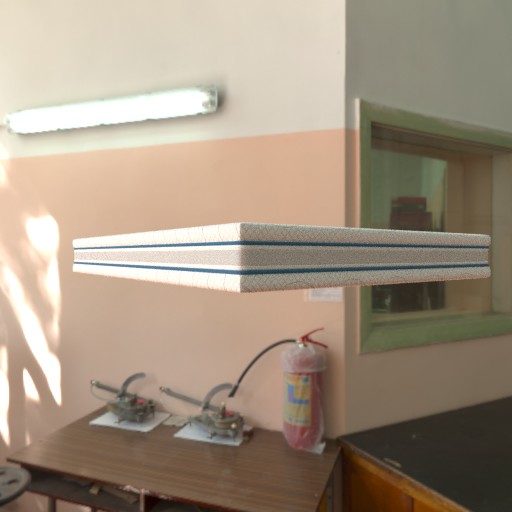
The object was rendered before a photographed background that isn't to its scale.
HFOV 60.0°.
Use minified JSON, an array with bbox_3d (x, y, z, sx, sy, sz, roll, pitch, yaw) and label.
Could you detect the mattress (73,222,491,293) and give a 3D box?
[{"bbox_3d":[0.000,0.000,2.658,1.600,0.230,2.000,0,0,-36],"label":"mattress"}]
